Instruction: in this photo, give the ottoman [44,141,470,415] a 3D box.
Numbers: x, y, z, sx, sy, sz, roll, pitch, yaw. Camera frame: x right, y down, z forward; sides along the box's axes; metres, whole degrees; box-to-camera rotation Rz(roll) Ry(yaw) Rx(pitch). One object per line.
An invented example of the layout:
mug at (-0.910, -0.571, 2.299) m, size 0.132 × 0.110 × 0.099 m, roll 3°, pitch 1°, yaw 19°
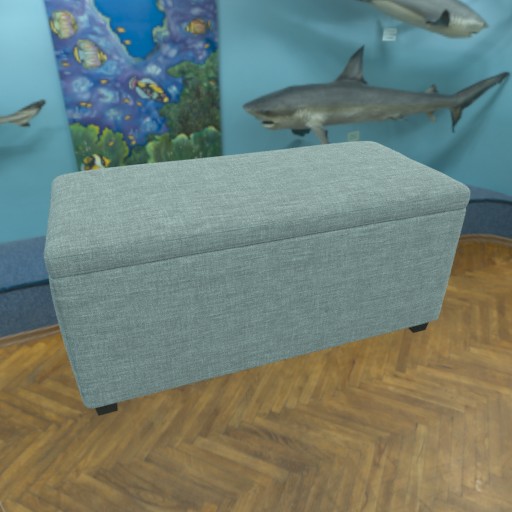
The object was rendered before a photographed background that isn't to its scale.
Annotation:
ottoman at (0.000, 0.000, 1.105) m, size 0.902 × 0.432 × 0.419 m, roll -10°, pitch 32°, yaw -17°
